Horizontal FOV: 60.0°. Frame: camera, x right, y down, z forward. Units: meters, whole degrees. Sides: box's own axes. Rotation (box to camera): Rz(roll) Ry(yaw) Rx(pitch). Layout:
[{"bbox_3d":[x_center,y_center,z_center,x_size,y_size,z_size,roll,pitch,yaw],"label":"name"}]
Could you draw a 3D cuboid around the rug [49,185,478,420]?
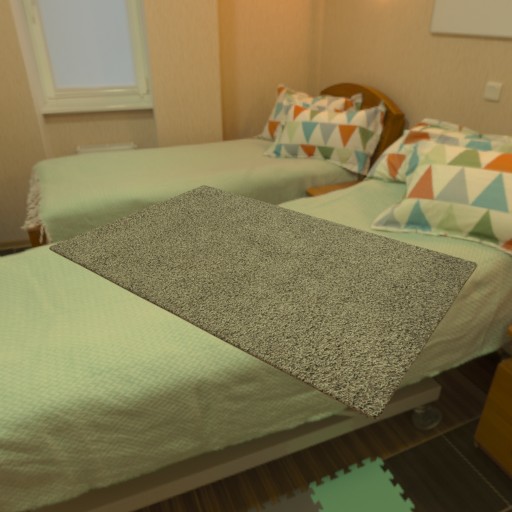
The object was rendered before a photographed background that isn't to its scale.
[{"bbox_3d":[0.000,0.000,3.359,2.743,0.030,1.778,20,35,32],"label":"rug"}]
